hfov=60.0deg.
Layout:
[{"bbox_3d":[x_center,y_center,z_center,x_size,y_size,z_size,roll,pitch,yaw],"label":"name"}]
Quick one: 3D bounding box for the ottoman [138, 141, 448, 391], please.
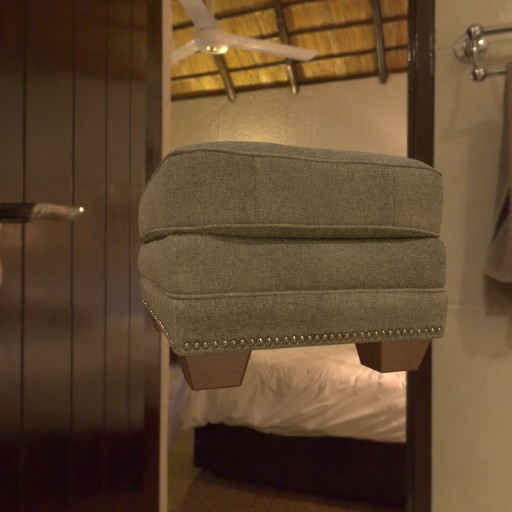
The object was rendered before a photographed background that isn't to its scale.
[{"bbox_3d":[0.000,0.000,1.144,0.561,0.457,0.813,0,0,-18],"label":"ottoman"}]
